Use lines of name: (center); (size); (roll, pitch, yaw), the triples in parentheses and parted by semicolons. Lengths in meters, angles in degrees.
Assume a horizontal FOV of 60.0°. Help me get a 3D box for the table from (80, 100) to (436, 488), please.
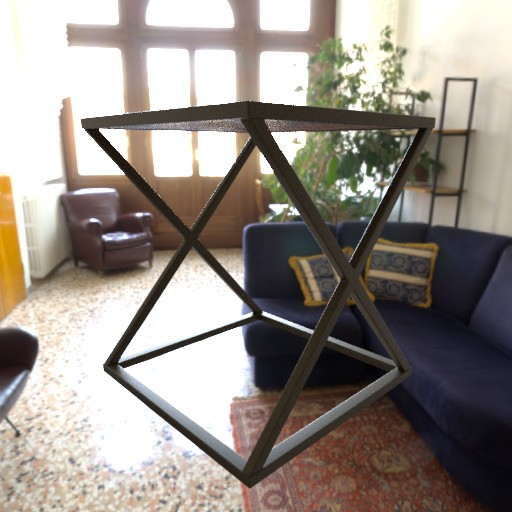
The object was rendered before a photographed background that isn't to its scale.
table: (0.000, 0.000, 0.947); (0.500, 0.565, 0.500); (-13, 19, -42)
